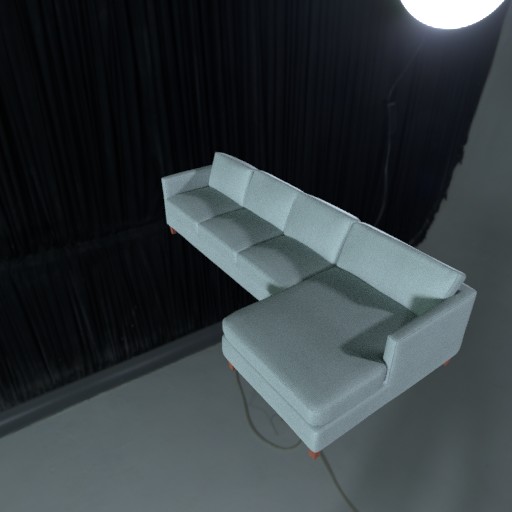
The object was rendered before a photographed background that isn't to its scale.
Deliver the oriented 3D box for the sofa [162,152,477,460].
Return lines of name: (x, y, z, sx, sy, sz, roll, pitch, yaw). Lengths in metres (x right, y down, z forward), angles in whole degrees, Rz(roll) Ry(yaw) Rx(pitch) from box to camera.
sofa: (0.000, 0.000, 4.182, 1.604, 0.950, 3.471, -21, 37, -30)
